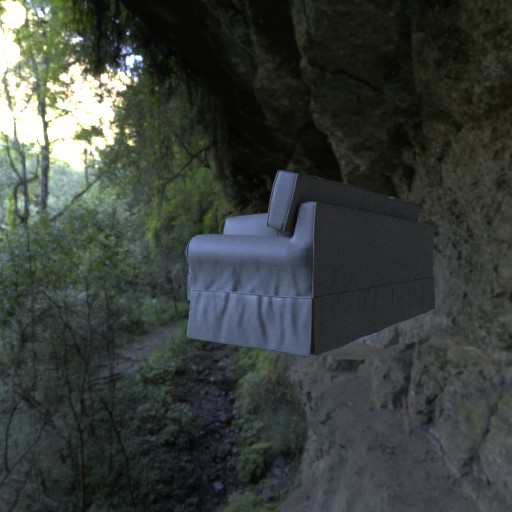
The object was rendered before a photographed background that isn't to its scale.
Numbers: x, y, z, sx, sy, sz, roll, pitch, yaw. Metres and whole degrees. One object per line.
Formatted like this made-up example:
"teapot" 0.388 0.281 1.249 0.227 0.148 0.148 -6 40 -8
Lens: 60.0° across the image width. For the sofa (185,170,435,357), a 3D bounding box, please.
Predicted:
"sofa" 0.000 0.000 4.183 2.618 1.081 2.623 0 0 36
